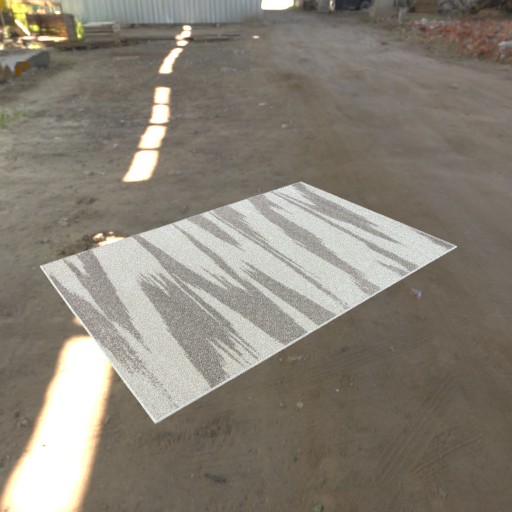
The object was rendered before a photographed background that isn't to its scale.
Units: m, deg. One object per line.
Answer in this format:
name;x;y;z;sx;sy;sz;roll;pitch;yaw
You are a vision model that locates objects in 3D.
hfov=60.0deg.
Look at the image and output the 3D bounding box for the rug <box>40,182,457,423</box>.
rug;0.000;0.000;2.322;1.827;0.008;1.225;-23;38;-33
